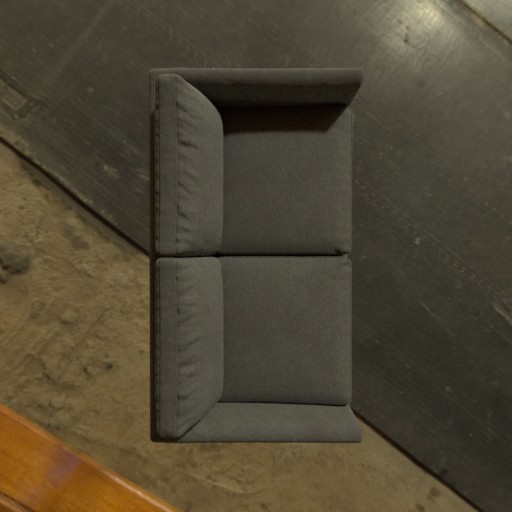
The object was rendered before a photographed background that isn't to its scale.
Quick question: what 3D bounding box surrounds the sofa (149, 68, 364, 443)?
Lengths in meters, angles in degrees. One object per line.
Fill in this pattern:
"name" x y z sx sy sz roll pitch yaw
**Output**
"sofa" 0.000 0.000 2.442 1.091 0.845 1.909 0 91 0
